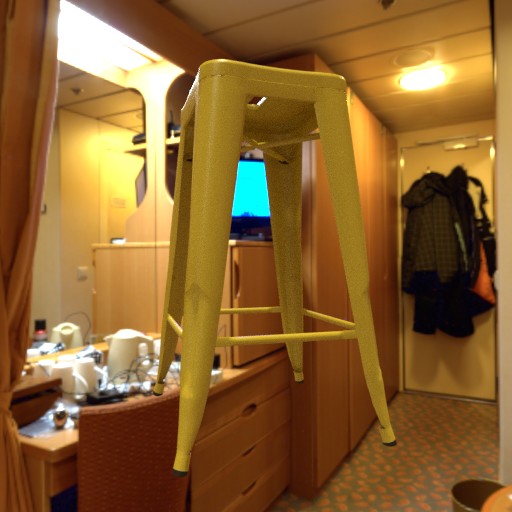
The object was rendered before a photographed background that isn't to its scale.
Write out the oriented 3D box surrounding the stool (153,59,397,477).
[{"bbox_3d":[0.000,0.000,0.844,0.359,0.609,0.399,0,0,-17],"label":"stool"}]
